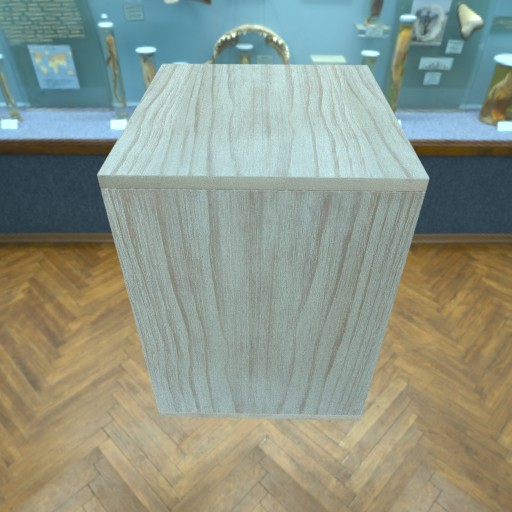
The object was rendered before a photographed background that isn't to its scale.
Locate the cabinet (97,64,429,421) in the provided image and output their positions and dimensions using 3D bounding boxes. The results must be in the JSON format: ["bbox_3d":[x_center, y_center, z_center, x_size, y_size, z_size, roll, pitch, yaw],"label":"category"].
[{"bbox_3d":[0.000,0.000,0.846,0.401,0.579,0.409,1,40,1],"label":"cabinet"}]
